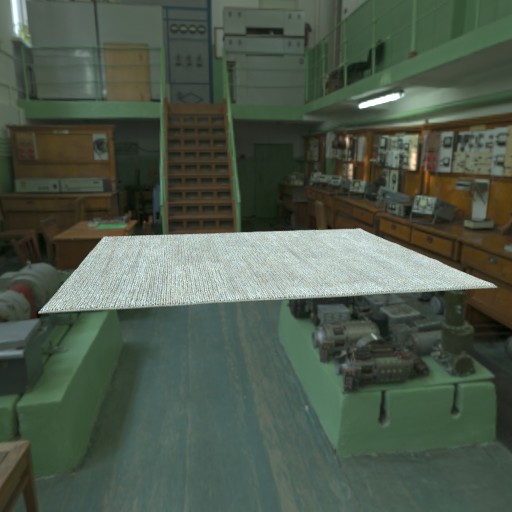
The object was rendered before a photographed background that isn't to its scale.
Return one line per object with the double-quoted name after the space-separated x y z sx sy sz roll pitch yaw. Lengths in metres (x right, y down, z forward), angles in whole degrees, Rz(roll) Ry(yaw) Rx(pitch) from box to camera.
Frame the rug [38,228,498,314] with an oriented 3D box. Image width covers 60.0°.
0.000 0.000 4.043 3.052 0.030 2.429 -2 13 -10 "rug"
